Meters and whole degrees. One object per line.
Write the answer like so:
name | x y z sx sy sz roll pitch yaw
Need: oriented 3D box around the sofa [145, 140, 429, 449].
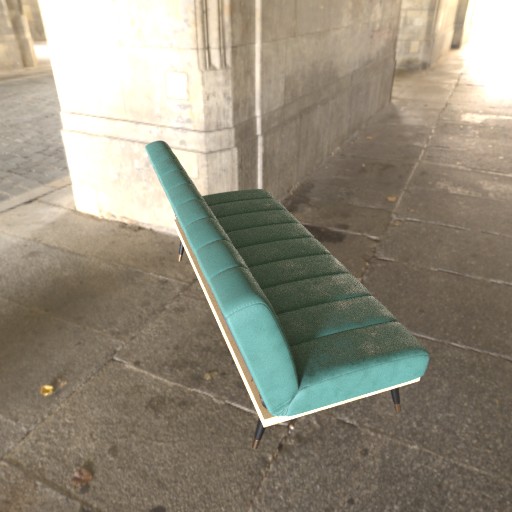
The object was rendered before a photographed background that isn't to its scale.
sofa | 0.000 0.000 2.312 0.830 0.820 1.810 -10 32 -17
